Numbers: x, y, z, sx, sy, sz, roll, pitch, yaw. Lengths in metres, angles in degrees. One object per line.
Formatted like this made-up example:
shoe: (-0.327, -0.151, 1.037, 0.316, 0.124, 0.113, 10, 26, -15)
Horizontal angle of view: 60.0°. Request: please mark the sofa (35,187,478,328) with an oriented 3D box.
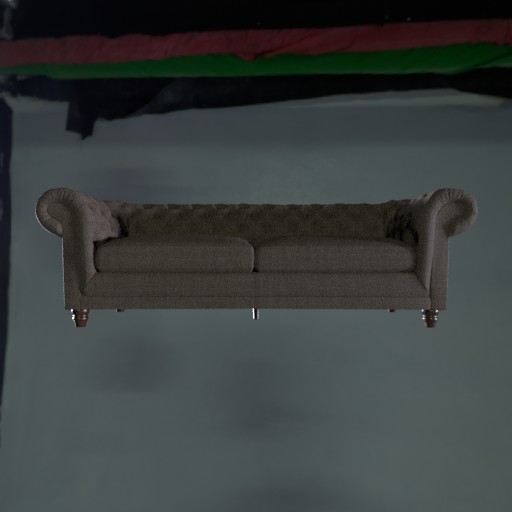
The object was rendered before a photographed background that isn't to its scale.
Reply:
sofa: (0.000, 0.000, 2.820, 2.385, 0.787, 0.944, 0, 0, 0)
